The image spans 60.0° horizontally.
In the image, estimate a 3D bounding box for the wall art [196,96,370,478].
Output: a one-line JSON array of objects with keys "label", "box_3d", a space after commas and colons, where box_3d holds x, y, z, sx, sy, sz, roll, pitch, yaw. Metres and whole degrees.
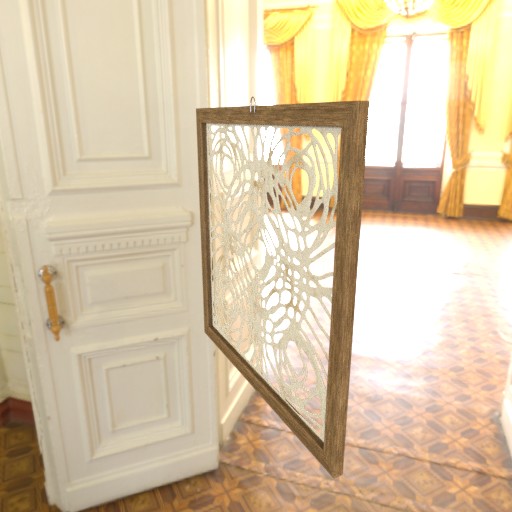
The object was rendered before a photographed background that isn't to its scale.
[{"label": "wall art", "box_3d": [0.000, 0.000, 0.850, 0.021, 0.576, 0.561, -9, 19, -26]}]
